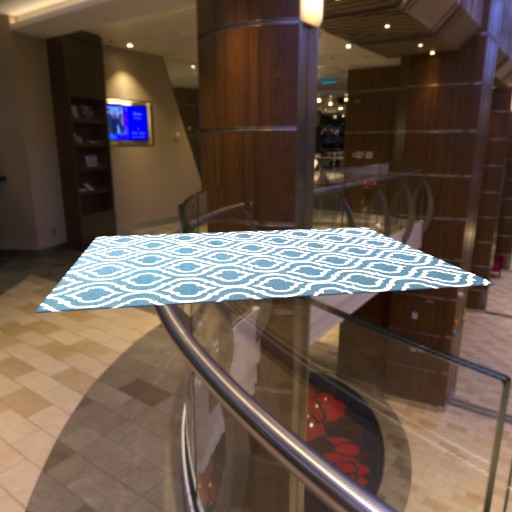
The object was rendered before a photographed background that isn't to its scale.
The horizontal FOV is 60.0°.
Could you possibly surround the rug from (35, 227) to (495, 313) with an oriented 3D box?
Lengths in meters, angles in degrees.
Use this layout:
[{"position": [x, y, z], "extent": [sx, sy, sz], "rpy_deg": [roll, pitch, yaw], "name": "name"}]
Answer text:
[{"position": [0.000, 0.000, 4.318], "extent": [3.353, 0.010, 2.438], "rpy_deg": [-3, 14, -10], "name": "rug"}]
